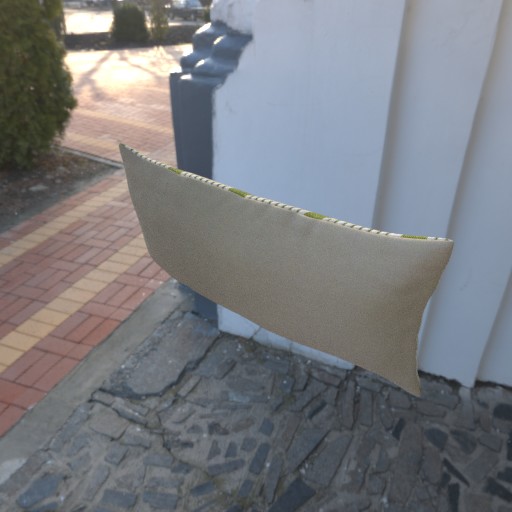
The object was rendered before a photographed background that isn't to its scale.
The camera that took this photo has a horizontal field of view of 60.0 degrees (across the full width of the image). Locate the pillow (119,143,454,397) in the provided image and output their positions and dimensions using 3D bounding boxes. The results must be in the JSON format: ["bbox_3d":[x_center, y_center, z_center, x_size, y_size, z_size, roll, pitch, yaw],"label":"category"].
[{"bbox_3d":[0.000,0.000,0.744,0.608,0.292,0.156,23,37,33],"label":"pillow"}]
